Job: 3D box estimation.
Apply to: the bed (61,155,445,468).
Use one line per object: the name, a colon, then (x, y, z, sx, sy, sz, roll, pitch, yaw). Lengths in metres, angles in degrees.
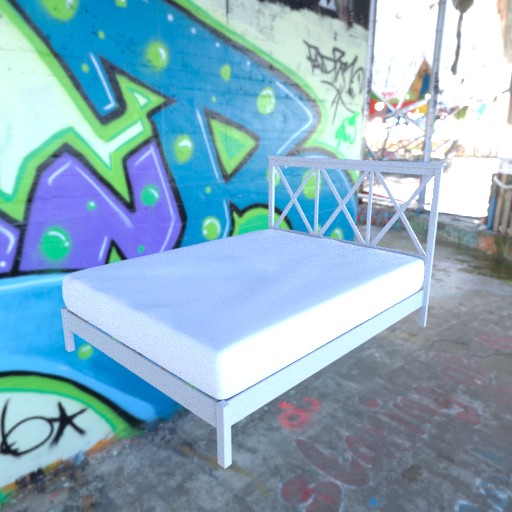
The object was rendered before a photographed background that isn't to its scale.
bed: (0.000, 0.000, 3.123, 1.673, 1.253, 2.135, 14, 21, 42)
